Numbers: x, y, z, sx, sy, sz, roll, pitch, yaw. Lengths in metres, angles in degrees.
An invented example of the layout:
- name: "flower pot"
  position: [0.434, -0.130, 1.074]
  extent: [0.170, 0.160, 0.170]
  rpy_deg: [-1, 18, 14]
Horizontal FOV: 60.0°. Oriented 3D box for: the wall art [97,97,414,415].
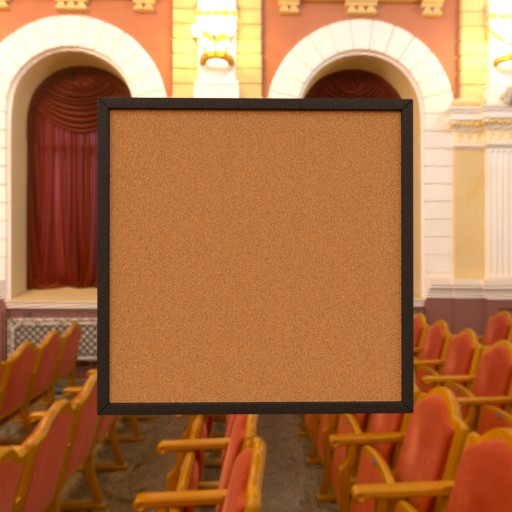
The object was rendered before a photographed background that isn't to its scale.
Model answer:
- name: "wall art"
  position: [0.000, 0.000, 0.445]
  extent: [0.305, 0.305, 0.037]
  rpy_deg: [0, 0, -1]
